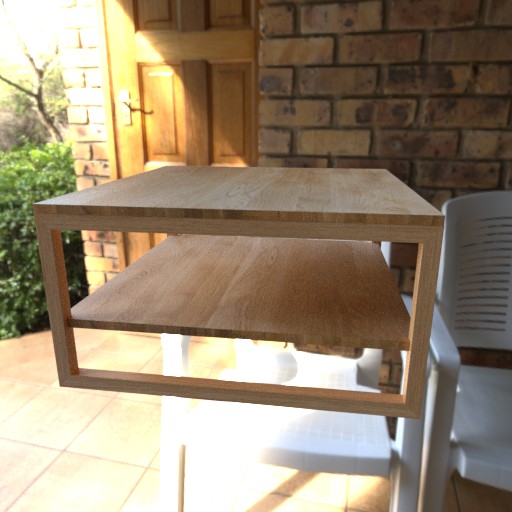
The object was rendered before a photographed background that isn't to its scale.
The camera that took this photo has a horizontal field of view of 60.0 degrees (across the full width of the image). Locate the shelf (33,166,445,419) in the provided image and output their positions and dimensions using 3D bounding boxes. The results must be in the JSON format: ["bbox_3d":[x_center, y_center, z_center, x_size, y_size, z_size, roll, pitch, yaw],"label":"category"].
[{"bbox_3d":[0.000,0.000,1.442,0.899,0.480,0.899,2,17,8],"label":"shelf"}]
